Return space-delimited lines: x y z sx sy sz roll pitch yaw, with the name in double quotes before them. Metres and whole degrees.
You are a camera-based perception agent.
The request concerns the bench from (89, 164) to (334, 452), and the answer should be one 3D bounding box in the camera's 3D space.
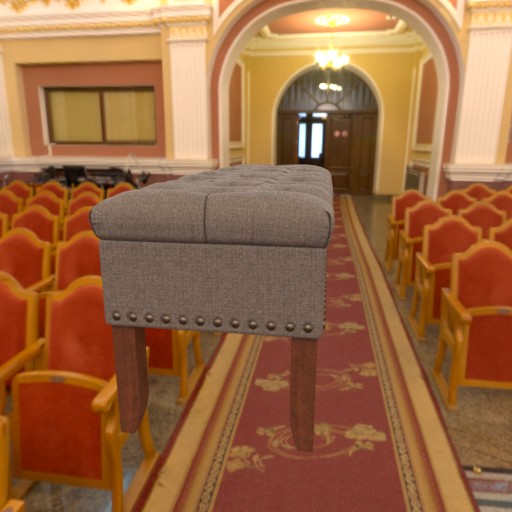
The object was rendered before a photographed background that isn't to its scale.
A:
"bench" 0.000 0.000 1.264 0.417 0.470 1.052 2 14 9
